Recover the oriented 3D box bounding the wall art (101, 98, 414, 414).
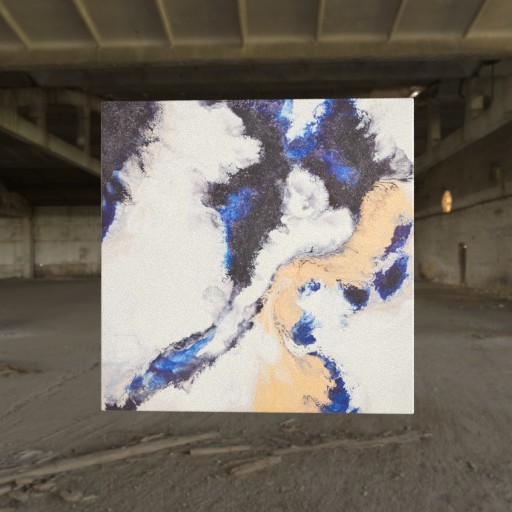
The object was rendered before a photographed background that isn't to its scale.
[{"bbox_3d":[0.000,0.000,0.880,0.609,0.609,0.039,0,0,2],"label":"wall art"}]
